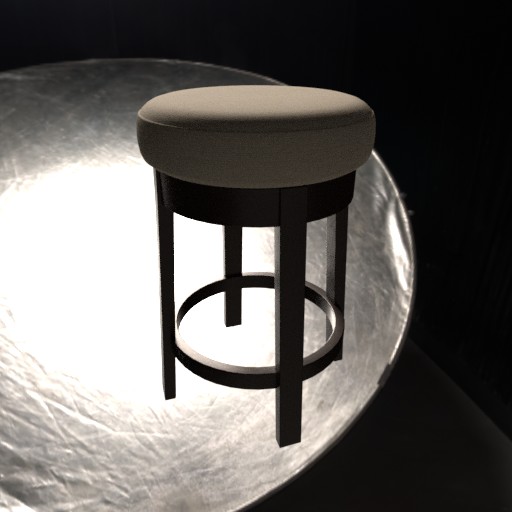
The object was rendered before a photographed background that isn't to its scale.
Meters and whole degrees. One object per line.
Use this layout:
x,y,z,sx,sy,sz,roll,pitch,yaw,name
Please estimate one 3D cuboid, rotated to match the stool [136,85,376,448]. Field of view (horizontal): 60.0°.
0.000,0.000,0.941,0.449,0.655,0.449,0,27,0,stool
